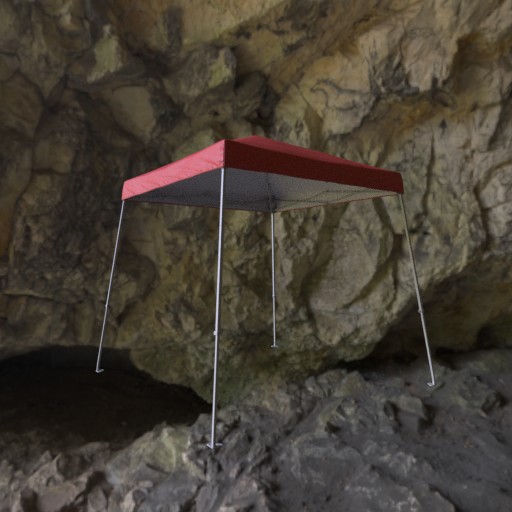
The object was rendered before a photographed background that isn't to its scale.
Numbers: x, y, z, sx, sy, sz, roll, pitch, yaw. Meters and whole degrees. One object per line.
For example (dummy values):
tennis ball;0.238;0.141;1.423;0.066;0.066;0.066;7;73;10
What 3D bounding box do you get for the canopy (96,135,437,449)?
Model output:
canopy;0.000;0.000;5.213;2.849;2.849;2.848;1;-1;-36
